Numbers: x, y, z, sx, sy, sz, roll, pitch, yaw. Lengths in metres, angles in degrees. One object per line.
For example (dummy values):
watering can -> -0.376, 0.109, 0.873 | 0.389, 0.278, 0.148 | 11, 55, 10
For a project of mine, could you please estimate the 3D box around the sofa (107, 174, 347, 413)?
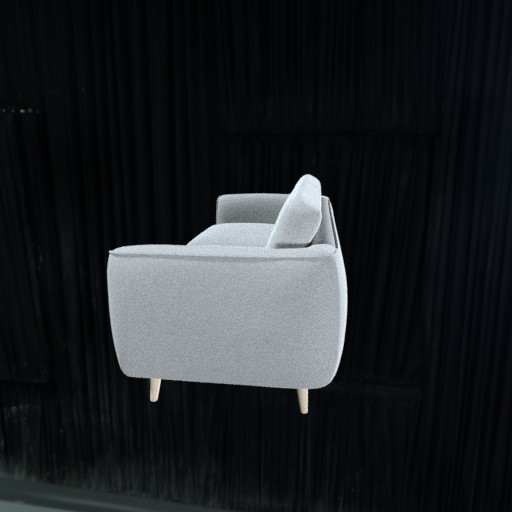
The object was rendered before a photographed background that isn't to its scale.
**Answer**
sofa -> 0.000, 0.000, 2.515 | 0.920, 0.850, 2.000 | 2, 14, 8
